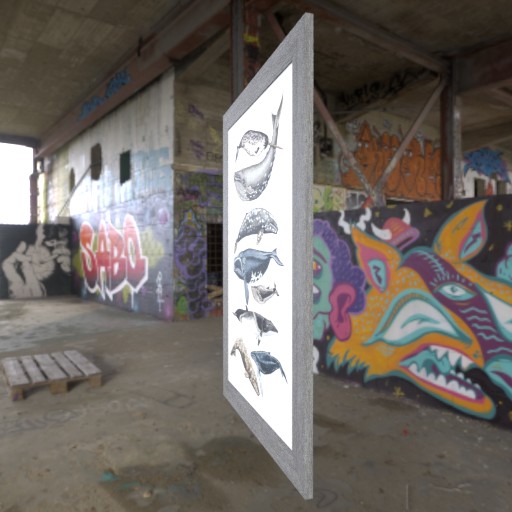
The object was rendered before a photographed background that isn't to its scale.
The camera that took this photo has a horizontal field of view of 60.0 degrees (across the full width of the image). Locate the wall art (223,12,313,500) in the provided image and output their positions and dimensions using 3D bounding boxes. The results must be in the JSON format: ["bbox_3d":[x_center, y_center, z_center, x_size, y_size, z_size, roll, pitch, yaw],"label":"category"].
[{"bbox_3d":[0.000,0.000,1.342,0.020,1.070,0.768,0,0,-18],"label":"wall art"}]
